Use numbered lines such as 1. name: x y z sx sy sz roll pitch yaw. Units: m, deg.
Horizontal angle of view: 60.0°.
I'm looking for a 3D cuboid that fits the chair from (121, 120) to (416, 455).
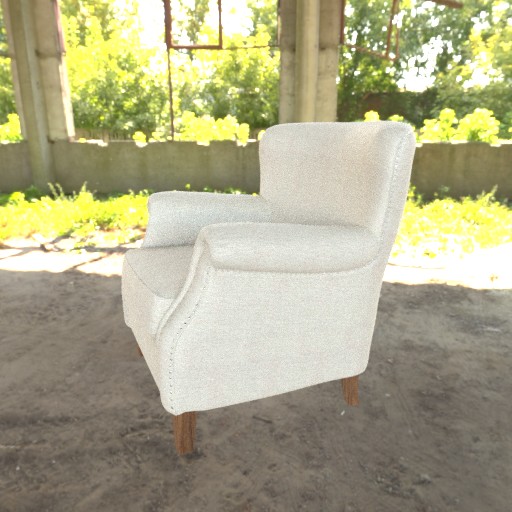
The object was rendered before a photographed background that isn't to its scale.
1. chair: 0.000 0.000 1.605 0.921 0.936 0.861 -7 17 -24
